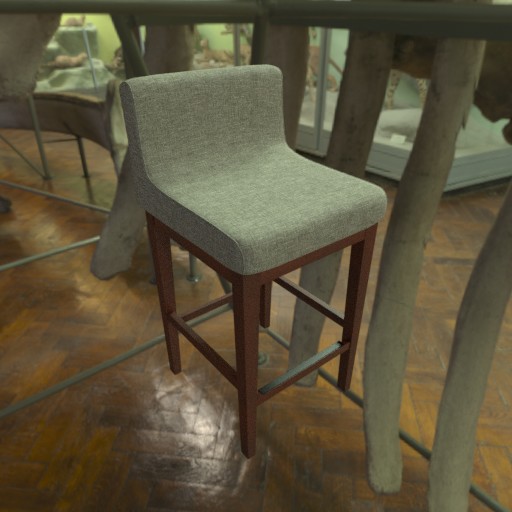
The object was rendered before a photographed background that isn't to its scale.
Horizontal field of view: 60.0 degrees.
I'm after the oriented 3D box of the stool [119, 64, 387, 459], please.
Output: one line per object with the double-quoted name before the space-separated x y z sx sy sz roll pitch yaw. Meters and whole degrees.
"stool" 0.000 0.000 1.114 0.417 0.835 0.459 -22 36 -33
